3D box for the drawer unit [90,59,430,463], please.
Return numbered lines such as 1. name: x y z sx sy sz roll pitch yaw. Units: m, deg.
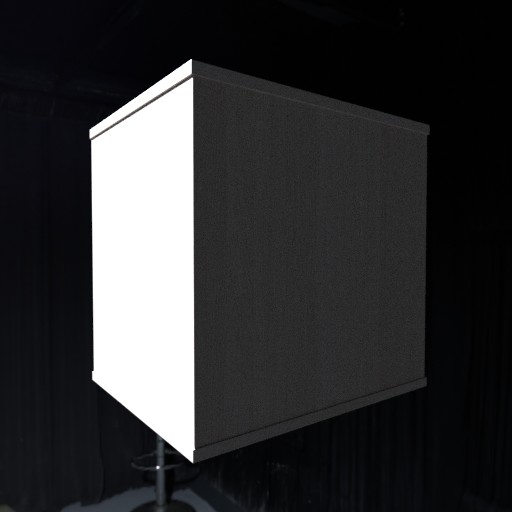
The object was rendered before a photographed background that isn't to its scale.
1. drawer unit: 0.000 0.000 0.596 0.349 0.344 0.290 -1 2 -36
